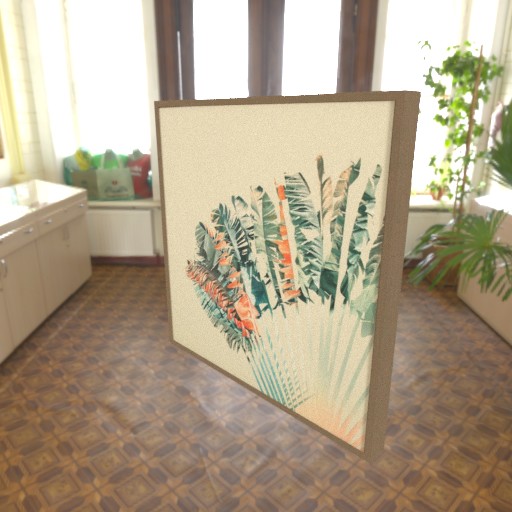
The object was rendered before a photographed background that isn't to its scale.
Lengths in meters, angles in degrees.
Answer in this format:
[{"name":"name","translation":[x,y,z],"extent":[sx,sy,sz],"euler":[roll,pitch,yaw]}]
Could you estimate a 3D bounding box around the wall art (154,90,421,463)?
[{"name":"wall art","translation":[0.000,0.000,0.750],"extent":[0.038,0.506,0.508],"euler":[-16,24,-42]}]
